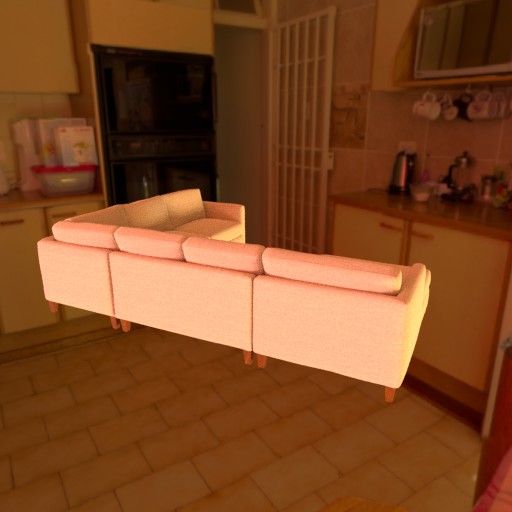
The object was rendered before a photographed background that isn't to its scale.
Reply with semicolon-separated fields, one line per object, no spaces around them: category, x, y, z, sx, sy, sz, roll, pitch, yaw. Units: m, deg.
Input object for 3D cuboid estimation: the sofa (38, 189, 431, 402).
sofa;0.000;0.000;4.669;3.460;0.961;2.594;8;19;25
